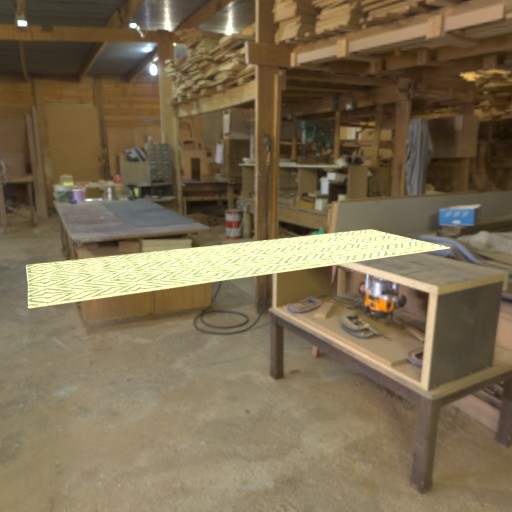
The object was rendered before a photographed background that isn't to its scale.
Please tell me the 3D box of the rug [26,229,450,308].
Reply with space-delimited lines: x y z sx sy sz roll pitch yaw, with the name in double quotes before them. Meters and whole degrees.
"rug" 0.000 0.000 2.637 2.435 0.009 0.750 -7 15 -26
